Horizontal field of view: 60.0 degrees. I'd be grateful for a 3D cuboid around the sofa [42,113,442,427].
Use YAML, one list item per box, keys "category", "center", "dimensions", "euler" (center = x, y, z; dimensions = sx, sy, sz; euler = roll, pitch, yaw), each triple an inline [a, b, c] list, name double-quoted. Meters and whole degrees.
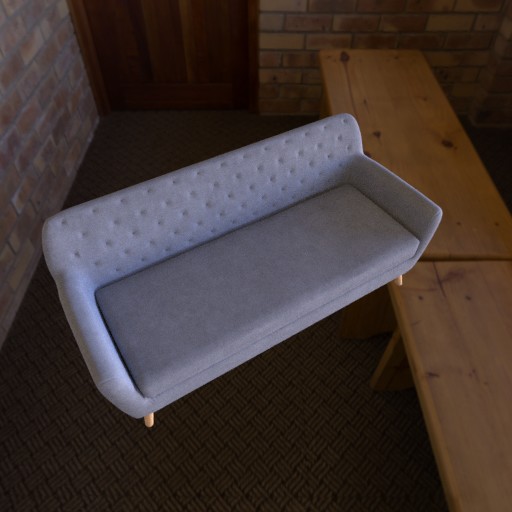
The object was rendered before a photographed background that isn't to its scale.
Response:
- category: "sofa"
  center: [0.000, 0.000, 2.425]
  dimensions: [1.970, 0.830, 0.830]
  euler: [-25, 52, -21]
